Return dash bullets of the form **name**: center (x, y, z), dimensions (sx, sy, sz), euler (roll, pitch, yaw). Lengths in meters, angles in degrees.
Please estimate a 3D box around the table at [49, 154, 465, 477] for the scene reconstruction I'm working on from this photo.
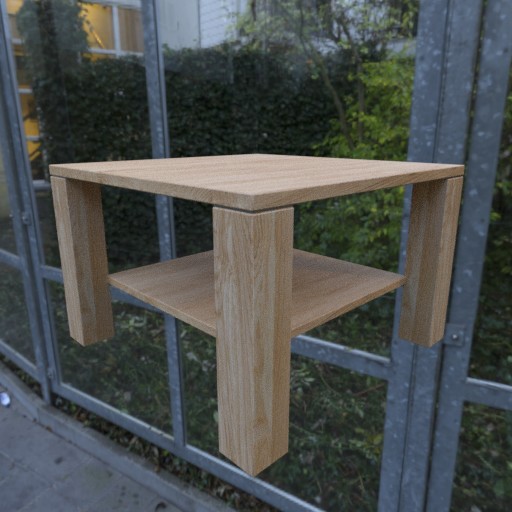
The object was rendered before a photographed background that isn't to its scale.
- **table**: center (0.000, 0.000, 1.115), dimensions (0.700, 0.450, 0.700), euler (-15, 22, -42)
